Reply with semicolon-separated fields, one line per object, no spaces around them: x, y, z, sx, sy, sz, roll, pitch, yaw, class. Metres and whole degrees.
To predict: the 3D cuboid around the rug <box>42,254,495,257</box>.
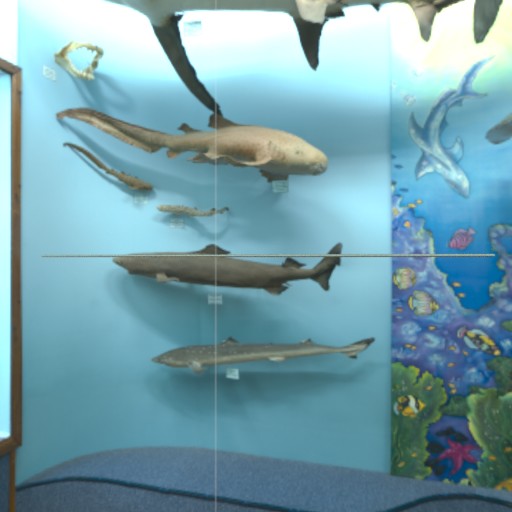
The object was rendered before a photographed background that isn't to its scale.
0.000;0.000;2.623;2.388;0.012;0.864;0;0;20;rug
